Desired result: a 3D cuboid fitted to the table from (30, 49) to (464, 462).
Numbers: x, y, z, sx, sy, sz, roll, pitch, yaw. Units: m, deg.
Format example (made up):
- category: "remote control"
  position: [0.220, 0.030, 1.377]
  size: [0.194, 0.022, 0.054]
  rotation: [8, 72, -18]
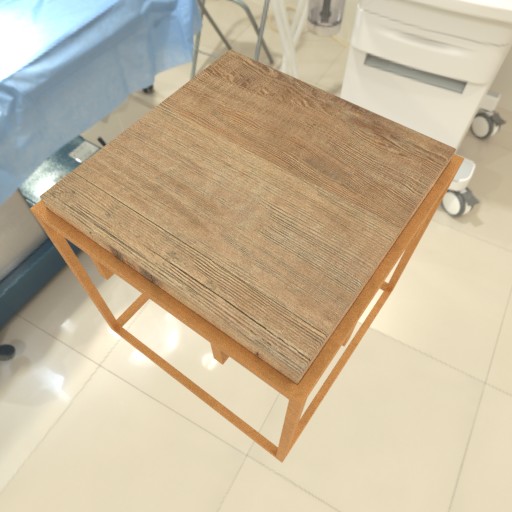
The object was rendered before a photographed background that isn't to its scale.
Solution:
- category: "table"
  position: [0.000, 0.000, 1.074]
  size: [0.599, 0.584, 0.599]
  rotation: [32, 63, 19]
